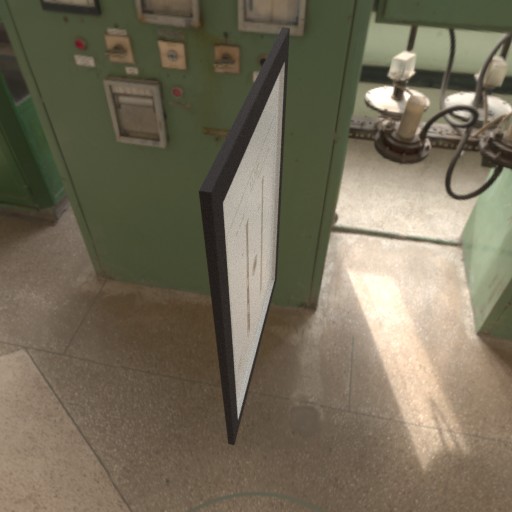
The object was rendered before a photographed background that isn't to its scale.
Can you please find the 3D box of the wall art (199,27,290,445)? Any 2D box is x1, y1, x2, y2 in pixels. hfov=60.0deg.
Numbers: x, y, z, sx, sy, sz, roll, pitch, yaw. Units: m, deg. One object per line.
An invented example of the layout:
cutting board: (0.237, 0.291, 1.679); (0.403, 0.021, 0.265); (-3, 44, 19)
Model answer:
wall art: (0.000, 0.000, 0.674); (0.012, 0.529, 0.374); (9, 47, 9)
